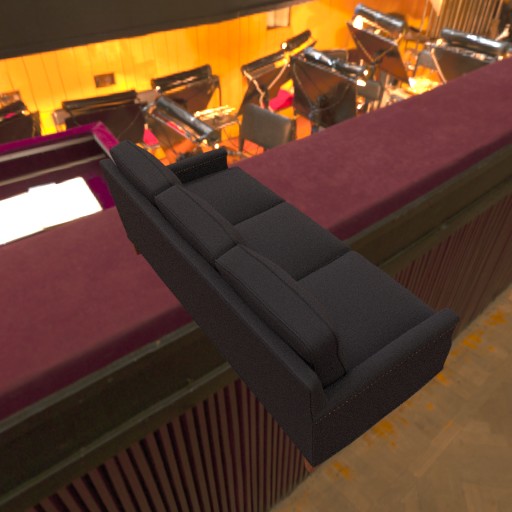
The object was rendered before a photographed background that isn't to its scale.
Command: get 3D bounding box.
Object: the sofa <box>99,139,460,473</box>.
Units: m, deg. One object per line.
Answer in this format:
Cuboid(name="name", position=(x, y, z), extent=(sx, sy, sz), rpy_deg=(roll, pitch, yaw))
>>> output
Cuboid(name="sofa", position=(0.000, 0.000, 2.777), extent=(1.084, 1.003, 2.246), rpy_deg=(-25, 47, -26))
